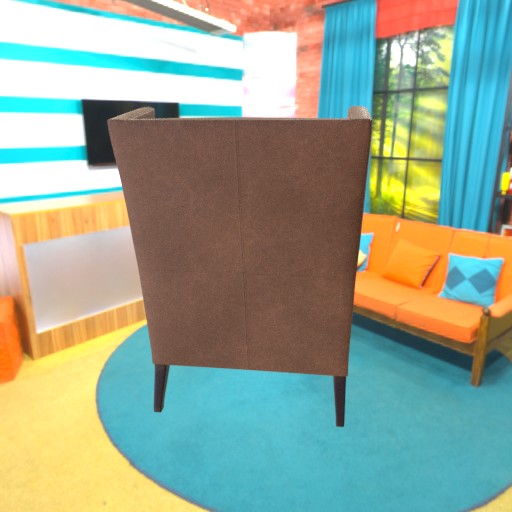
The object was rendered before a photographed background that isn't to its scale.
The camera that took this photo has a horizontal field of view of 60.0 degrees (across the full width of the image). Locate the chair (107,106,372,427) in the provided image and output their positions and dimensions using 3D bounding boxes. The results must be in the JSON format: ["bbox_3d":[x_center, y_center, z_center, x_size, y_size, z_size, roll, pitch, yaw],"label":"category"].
[{"bbox_3d":[0.000,0.000,1.727,0.815,1.088,0.913,2,16,7],"label":"chair"}]
